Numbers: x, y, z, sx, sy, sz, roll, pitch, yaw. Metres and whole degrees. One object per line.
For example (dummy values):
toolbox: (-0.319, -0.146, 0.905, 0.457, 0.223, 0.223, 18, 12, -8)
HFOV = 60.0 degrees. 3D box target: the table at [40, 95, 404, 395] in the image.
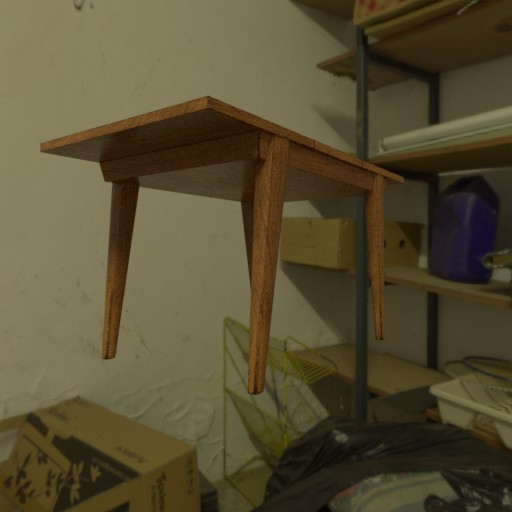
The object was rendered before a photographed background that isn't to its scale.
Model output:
table: (0.000, 0.000, 1.821, 0.757, 0.760, 1.400, 0, 1, 36)
